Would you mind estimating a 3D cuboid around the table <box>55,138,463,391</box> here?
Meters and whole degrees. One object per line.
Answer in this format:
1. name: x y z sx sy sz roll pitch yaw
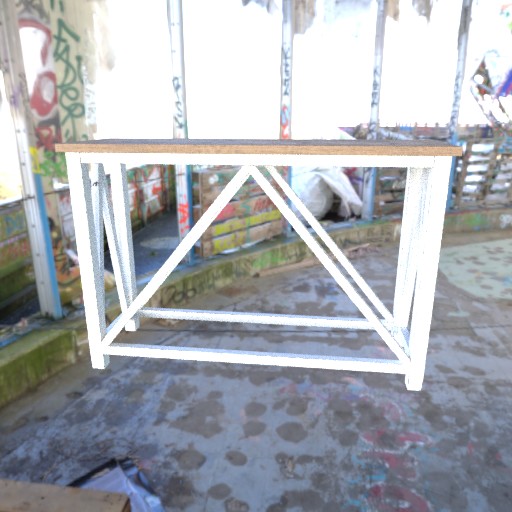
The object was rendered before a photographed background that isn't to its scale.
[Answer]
1. table: 0.000 0.000 1.860 1.400 0.930 0.450 2 18 7
